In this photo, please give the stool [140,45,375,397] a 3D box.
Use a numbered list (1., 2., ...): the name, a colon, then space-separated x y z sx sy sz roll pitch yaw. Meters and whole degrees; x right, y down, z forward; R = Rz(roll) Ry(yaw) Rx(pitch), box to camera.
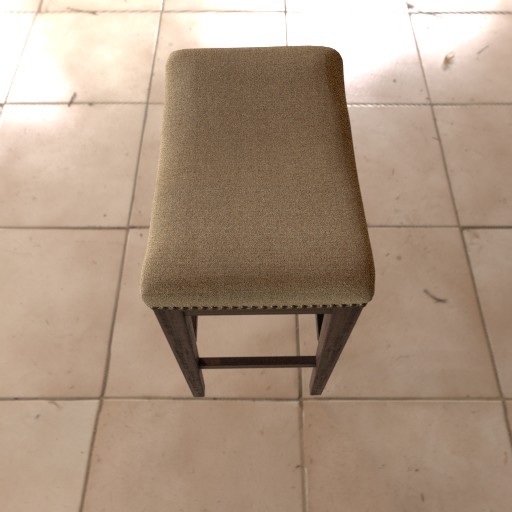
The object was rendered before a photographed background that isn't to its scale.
1. stool: 0.000 0.000 1.036 0.363 0.768 0.509 -1 63 0
